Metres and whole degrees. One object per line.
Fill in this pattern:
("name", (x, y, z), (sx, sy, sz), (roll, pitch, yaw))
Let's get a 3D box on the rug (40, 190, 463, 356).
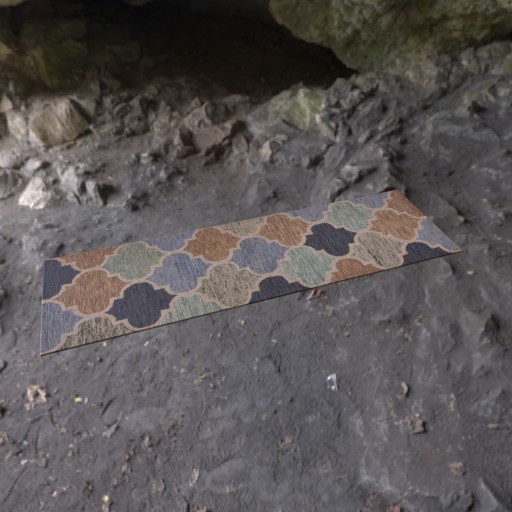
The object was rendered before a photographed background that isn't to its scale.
("rug", (0.000, 0.000, 2.518), (2.287, 0.011, 0.687), (-12, 42, -14))
